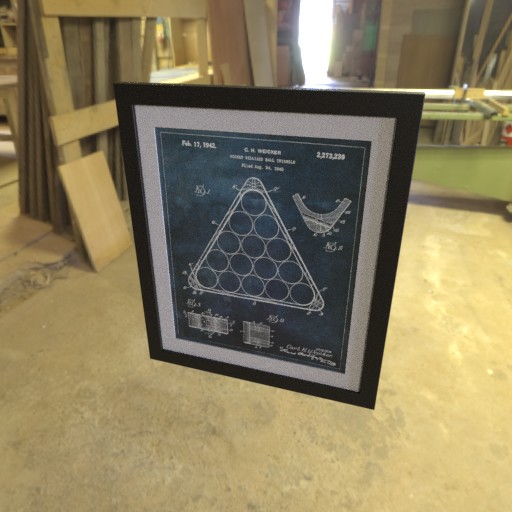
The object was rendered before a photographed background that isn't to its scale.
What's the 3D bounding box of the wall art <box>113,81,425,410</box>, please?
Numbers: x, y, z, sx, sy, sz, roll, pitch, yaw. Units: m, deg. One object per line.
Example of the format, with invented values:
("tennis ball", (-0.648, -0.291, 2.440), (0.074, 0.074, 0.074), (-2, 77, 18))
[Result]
("wall art", (0.000, 0.000, 0.711), (0.432, 0.508, 0.025), (8, 28, 16))
